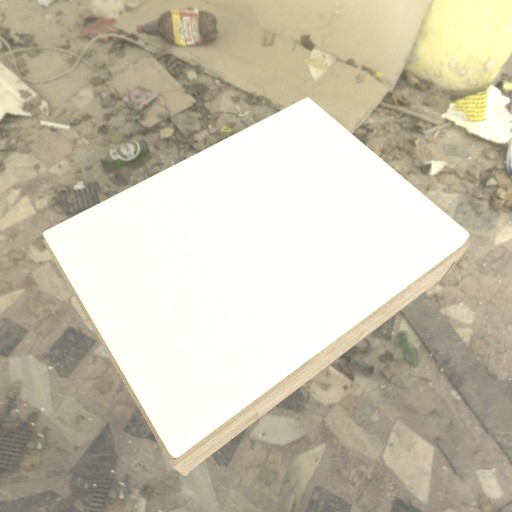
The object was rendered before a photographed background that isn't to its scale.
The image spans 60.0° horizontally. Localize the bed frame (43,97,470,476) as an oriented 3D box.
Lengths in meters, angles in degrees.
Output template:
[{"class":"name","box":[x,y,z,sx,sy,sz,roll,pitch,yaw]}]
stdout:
[{"class":"bed frame","box":[0.000,0.000,2.637,1.944,0.490,1.448,-32,64,-18]}]
